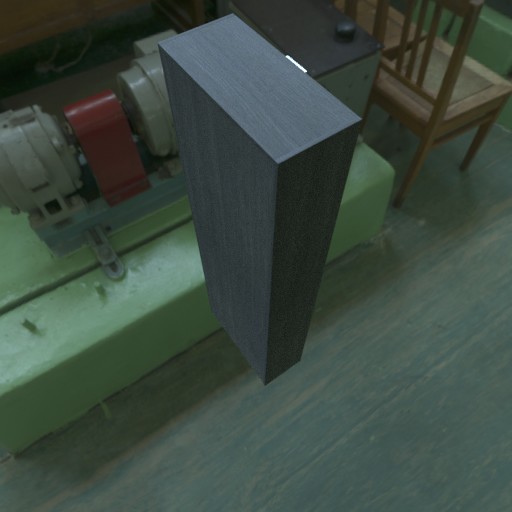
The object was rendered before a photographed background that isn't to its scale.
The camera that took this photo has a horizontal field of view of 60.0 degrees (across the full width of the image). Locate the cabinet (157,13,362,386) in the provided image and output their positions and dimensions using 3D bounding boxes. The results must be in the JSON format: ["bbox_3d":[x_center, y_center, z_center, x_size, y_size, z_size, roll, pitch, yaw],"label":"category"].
[{"bbox_3d":[0.000,0.000,1.759,0.255,1.630,0.520,-31,63,-18],"label":"cabinet"}]
